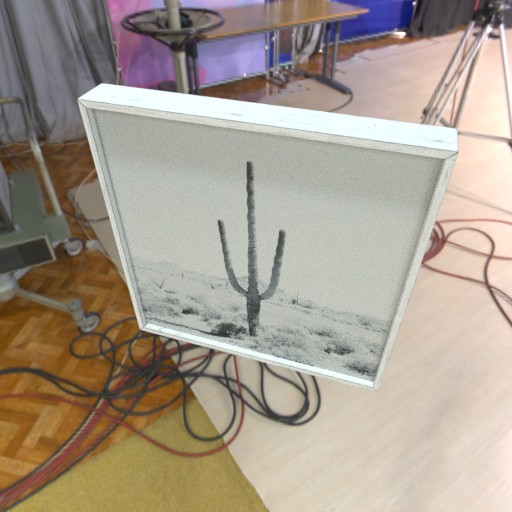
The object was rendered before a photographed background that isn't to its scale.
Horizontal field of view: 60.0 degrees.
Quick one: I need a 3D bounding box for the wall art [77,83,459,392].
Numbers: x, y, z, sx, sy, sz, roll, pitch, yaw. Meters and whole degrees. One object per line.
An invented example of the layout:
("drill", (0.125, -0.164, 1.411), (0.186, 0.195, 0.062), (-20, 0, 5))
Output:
("wall art", (0.000, 0.000, 0.454), (0.305, 0.305, 0.038), (12, 43, 13))
